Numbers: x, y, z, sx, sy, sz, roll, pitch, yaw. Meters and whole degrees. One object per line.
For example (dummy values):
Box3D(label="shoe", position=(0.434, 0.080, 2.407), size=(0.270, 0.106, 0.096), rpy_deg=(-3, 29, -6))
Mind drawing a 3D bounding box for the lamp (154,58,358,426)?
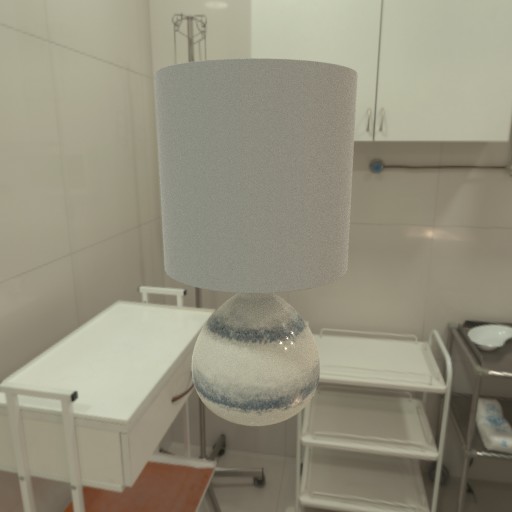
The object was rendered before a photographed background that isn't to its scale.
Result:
Box3D(label="lamp", position=(0.000, 0.000, 0.533), size=(0.216, 0.404, 0.216), rpy_deg=(3, 14, 10))
